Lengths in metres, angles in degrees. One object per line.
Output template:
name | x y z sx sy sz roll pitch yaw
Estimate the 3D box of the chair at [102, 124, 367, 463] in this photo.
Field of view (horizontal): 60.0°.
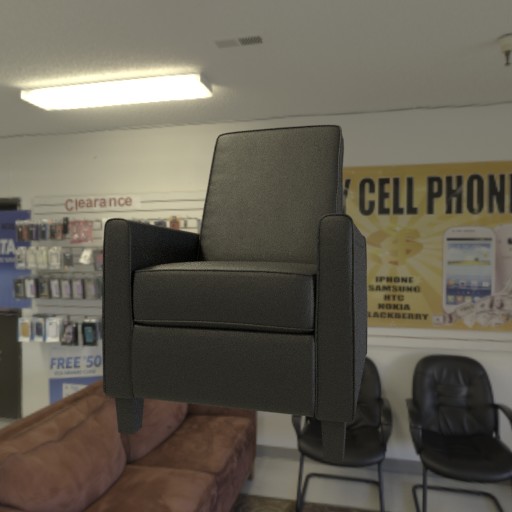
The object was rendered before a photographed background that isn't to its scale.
chair | 0.000 0.000 1.492 0.705 1.013 0.746 0 1 16
